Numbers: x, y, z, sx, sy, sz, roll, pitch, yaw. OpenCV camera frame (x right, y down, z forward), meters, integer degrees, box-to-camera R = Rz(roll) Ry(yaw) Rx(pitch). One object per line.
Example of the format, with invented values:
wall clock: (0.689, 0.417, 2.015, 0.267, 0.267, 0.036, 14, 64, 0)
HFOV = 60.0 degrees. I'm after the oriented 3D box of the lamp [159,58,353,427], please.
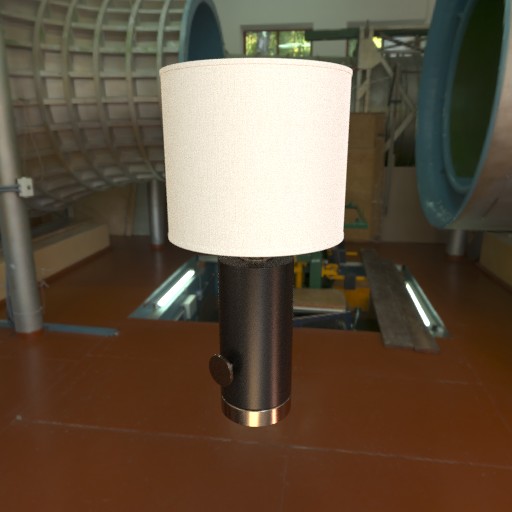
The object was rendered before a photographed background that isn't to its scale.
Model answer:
lamp: (0.000, 0.000, 0.628, 0.241, 0.482, 0.240, 14, 20, 41)
